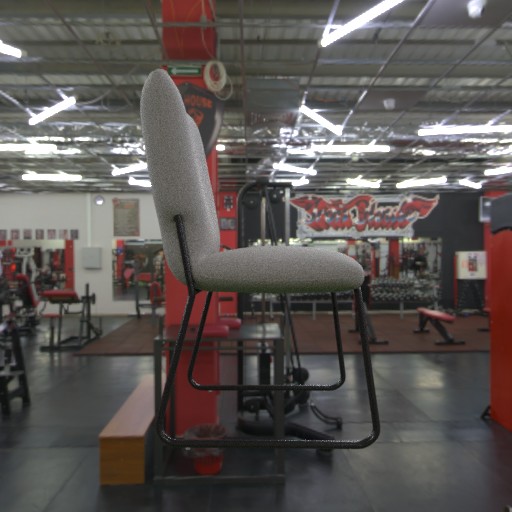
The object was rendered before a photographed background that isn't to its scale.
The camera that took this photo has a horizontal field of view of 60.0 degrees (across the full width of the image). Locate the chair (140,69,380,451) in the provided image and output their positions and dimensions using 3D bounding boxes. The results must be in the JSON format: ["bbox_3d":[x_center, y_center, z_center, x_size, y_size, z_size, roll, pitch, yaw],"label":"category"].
[{"bbox_3d":[0.000,0.000,1.197,0.560,0.864,0.448,0,0,1],"label":"chair"}]
